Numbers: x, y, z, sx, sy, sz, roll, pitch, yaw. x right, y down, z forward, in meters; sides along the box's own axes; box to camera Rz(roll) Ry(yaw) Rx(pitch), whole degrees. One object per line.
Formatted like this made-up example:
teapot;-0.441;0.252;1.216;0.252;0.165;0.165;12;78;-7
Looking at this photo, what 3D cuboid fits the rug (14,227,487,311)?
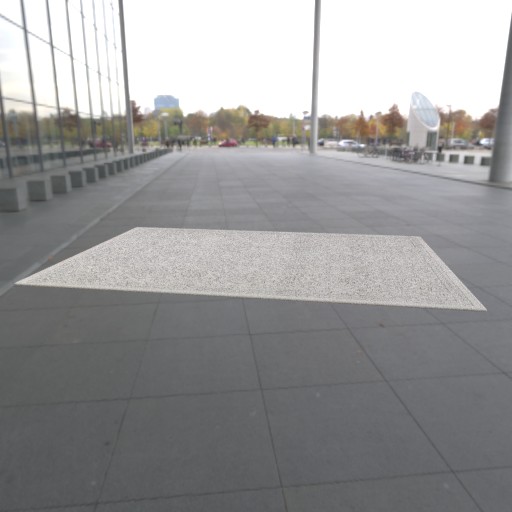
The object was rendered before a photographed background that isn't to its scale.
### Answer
rug;0.000;0.000;2.829;2.286;0.011;1.524;2;15;9
